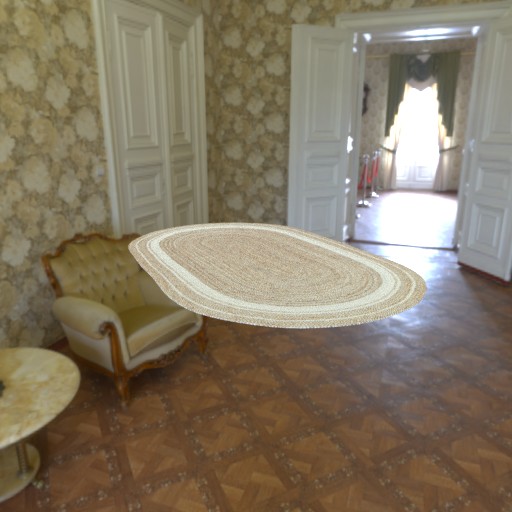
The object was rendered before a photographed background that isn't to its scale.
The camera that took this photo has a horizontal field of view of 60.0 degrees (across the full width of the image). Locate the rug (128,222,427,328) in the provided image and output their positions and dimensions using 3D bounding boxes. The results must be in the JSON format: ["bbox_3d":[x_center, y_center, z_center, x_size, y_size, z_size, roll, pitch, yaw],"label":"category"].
[{"bbox_3d":[0.000,0.000,3.044,1.520,0.006,2.432,-8,17,-26],"label":"rug"}]
